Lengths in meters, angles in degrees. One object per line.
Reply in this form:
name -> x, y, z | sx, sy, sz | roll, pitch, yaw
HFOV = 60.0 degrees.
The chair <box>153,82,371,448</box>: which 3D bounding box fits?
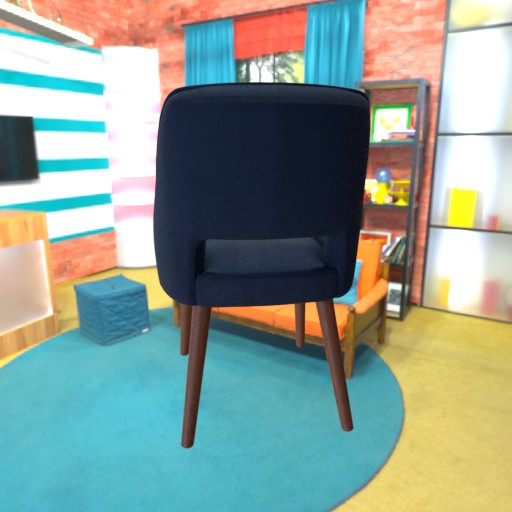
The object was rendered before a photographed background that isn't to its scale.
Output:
chair -> 0.000, 0.000, 1.241 | 0.559, 0.844, 0.591 | -2, 14, -9
